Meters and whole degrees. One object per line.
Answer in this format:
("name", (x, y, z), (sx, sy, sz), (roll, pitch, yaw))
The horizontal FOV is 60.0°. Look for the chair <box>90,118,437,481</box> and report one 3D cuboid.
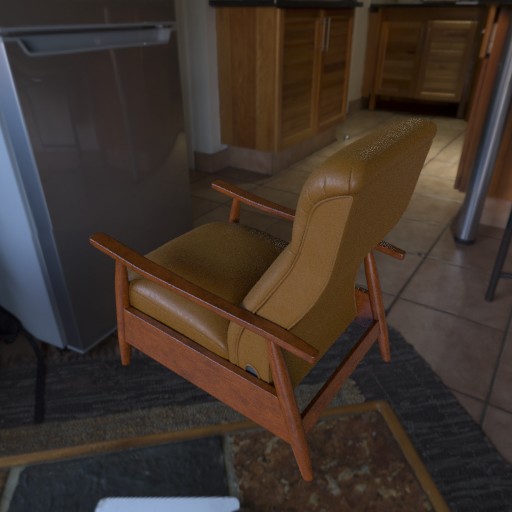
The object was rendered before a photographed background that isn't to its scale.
("chair", (0.000, 0.000, 1.718), (1.014, 1.082, 0.762), (20, 36, 30))
